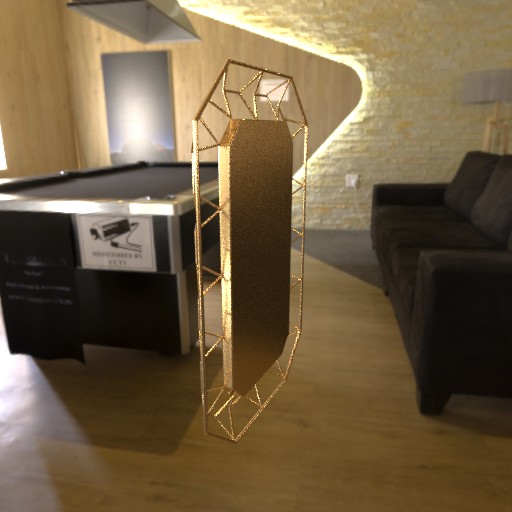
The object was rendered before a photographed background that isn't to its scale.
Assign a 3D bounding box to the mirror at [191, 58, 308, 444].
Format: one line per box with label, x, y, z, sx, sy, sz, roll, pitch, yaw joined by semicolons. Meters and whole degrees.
mirror;0.000;0.000;1.111;0.051;0.870;0.572;8;18;25
